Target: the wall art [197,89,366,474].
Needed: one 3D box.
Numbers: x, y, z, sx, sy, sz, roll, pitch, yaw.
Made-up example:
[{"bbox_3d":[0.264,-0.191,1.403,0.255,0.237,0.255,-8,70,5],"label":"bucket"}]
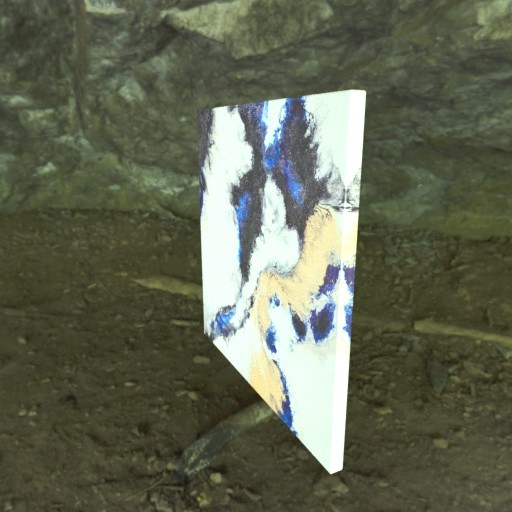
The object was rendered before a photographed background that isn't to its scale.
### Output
[{"bbox_3d":[0.000,0.000,1.354,0.038,0.885,0.887,-8,17,-26],"label":"wall art"}]
